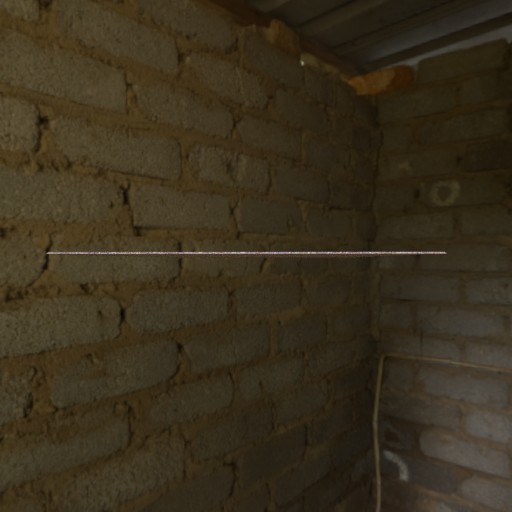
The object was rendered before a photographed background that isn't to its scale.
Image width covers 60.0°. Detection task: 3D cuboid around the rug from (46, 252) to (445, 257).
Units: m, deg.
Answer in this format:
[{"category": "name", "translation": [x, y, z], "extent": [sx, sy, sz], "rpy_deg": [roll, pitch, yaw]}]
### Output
[{"category": "rug", "translation": [0.000, 0.000, 2.258], "extent": [1.219, 0.005, 1.829], "rpy_deg": [0, -1, 3]}]
